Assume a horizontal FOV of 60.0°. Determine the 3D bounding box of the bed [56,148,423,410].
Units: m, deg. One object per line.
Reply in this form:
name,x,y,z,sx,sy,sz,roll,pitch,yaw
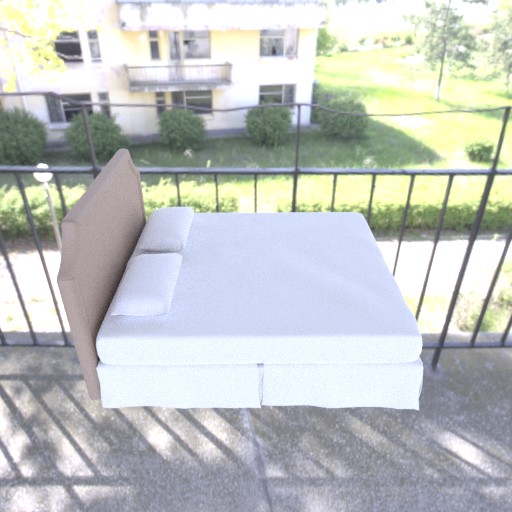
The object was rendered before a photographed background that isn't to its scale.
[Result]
bed,0.000,0.000,4.227,2.773,1.590,2.350,0,31,-1
